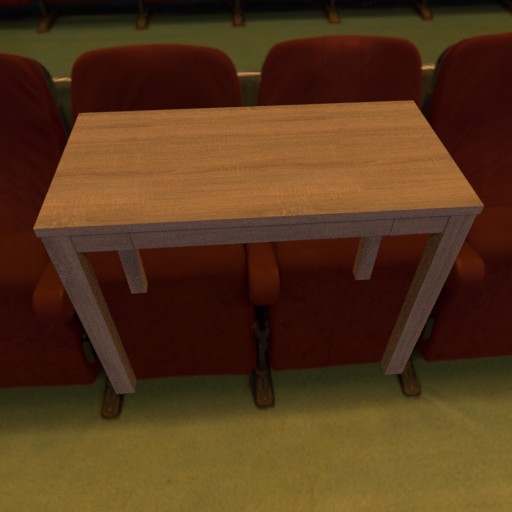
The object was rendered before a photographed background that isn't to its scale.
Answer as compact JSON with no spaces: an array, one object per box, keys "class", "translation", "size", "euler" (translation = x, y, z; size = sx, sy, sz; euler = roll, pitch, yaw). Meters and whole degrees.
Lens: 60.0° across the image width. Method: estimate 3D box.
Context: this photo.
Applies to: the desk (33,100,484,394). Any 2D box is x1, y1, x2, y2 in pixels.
[{"class":"desk","translation":[0.000,0.000,1.416],"size":[0.991,0.762,0.495],"euler":[-3,46,-3]}]
